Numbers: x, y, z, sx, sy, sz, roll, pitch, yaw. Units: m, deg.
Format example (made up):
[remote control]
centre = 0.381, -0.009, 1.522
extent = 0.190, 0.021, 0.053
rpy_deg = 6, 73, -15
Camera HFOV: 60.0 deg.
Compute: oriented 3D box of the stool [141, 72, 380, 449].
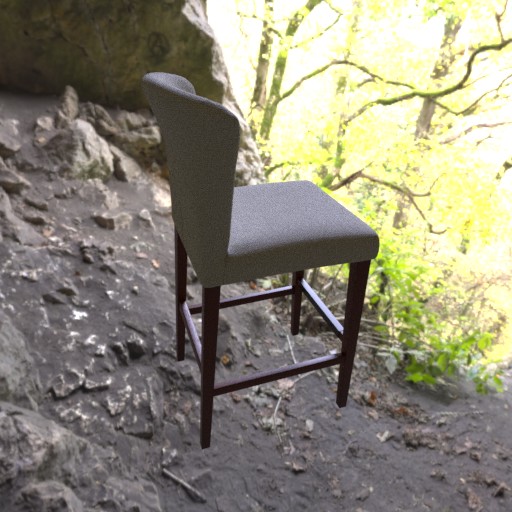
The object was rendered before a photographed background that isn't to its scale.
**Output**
[stool]
centre = 0.000, 0.000, 1.379
extent = 0.568, 1.069, 0.481
rpy_deg = -10, 31, -17
